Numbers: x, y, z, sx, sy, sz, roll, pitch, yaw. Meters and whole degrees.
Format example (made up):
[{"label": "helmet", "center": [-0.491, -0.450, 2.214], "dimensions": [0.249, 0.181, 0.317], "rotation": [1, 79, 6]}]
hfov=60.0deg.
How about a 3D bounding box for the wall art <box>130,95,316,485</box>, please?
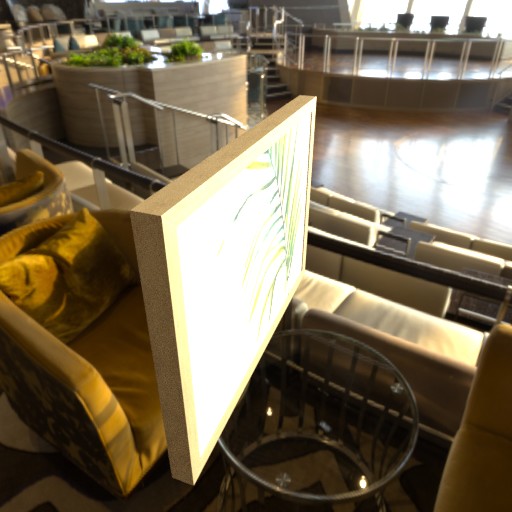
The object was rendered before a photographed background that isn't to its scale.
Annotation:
[{"label": "wall art", "center": [0.000, 0.000, 0.688], "dimensions": [0.032, 0.380, 0.532], "rotation": [11, 32, 18]}]
